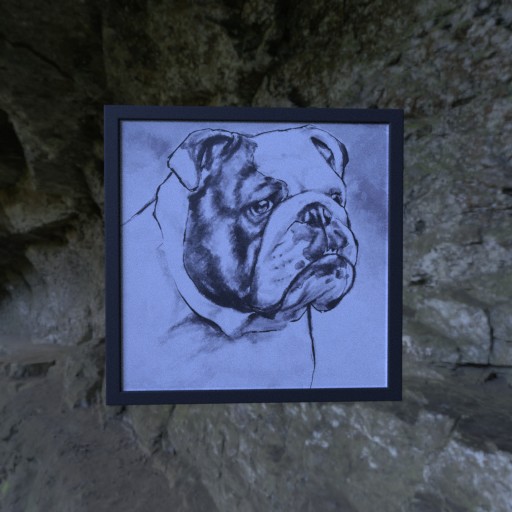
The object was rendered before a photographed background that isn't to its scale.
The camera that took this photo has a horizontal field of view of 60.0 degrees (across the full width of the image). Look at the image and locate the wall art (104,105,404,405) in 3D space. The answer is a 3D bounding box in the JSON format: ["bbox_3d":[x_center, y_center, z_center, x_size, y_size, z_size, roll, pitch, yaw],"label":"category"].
[{"bbox_3d":[0.000,0.000,0.841,0.562,0.558,0.012,0,1,-3],"label":"wall art"}]
